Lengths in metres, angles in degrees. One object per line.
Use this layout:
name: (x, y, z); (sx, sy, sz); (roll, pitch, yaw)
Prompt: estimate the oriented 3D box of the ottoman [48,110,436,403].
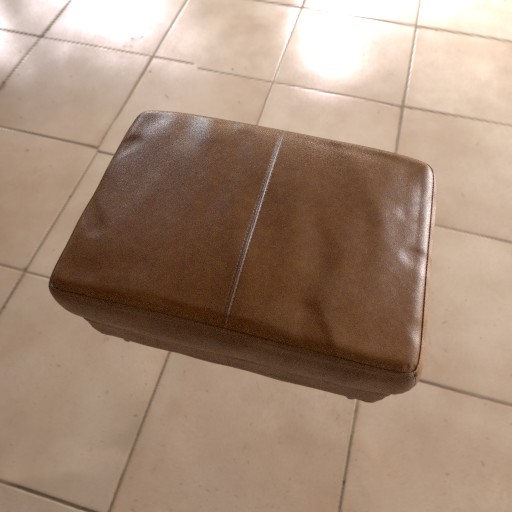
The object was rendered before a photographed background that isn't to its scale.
ottoman: (0.000, 0.000, 1.227); (0.869, 0.461, 0.630); (13, 61, 7)
